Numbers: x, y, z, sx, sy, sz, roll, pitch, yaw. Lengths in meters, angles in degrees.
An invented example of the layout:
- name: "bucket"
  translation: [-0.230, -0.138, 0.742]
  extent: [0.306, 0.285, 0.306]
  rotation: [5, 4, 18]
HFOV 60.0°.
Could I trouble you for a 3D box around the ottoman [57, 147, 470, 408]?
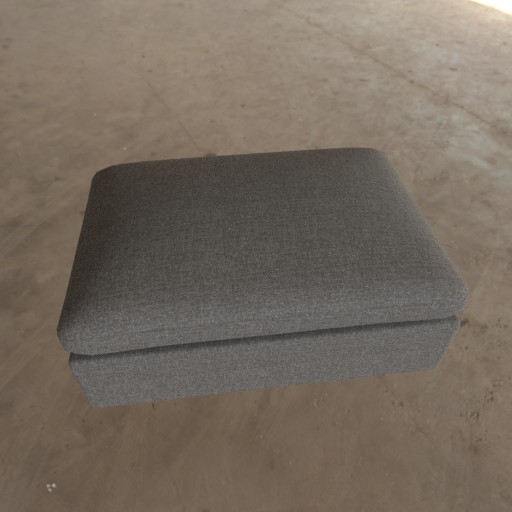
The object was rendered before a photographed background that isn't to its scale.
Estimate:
- name: "ottoman"
  translation: [0.000, 0.000, 1.410]
  extent: [1.041, 0.483, 0.711]
  rotation: [-5, 45, -5]
